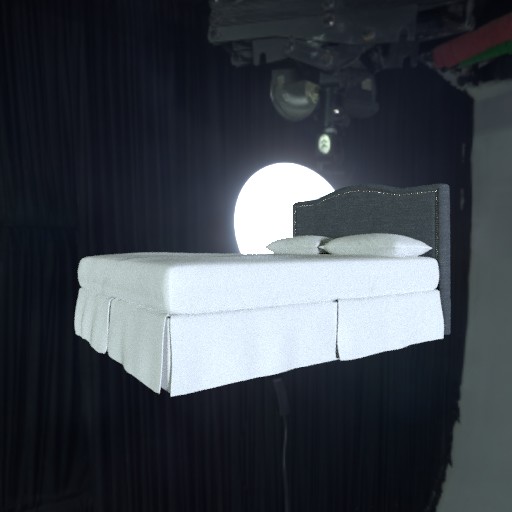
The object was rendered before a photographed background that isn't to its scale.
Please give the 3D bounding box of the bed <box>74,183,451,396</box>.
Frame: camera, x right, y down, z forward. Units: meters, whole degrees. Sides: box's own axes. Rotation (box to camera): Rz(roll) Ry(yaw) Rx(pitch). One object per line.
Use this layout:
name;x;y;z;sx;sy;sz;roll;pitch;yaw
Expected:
bed;0.000;0.000;3.943;2.689;1.457;2.161;-1;2;-35
